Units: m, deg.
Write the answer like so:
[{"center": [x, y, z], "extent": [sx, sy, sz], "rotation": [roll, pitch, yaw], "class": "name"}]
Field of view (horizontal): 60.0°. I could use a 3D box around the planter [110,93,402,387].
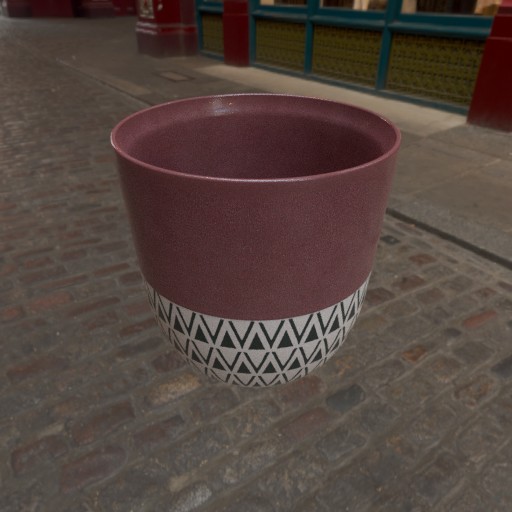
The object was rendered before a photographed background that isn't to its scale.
[{"center": [0.000, 0.000, 0.364], "extent": [0.195, 0.214, 0.195], "rotation": [0, 33, 0], "class": "planter"}]
